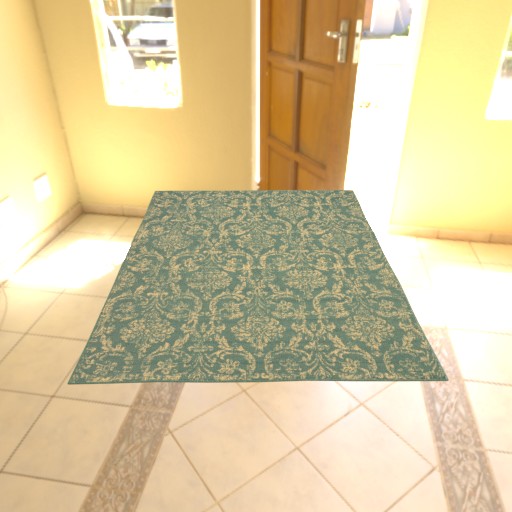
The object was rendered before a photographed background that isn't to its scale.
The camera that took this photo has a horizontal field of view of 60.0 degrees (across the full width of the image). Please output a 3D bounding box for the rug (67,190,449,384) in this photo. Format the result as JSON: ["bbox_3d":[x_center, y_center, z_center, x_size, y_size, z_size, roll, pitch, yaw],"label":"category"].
[{"bbox_3d":[0.000,0.000,4.009,2.363,0.012,2.980,0,32,-1],"label":"rug"}]
